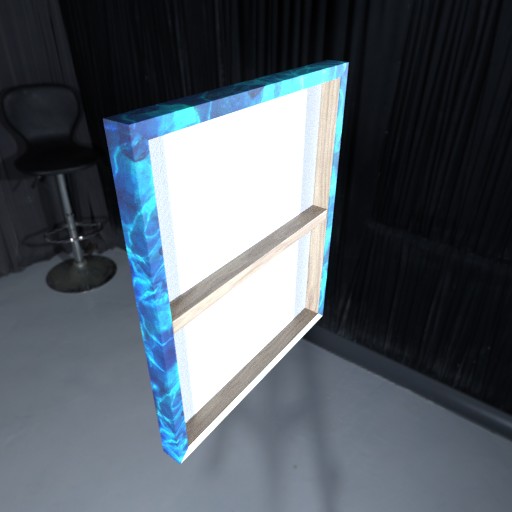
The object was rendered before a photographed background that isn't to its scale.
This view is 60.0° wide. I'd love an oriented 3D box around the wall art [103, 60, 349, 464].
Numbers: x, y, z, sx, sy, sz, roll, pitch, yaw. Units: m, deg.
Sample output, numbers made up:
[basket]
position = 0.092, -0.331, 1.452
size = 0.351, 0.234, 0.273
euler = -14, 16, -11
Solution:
[wall art]
position = 0.000, 0.000, 0.687
size = 0.038, 0.508, 0.432
euler = 22, 38, 30
